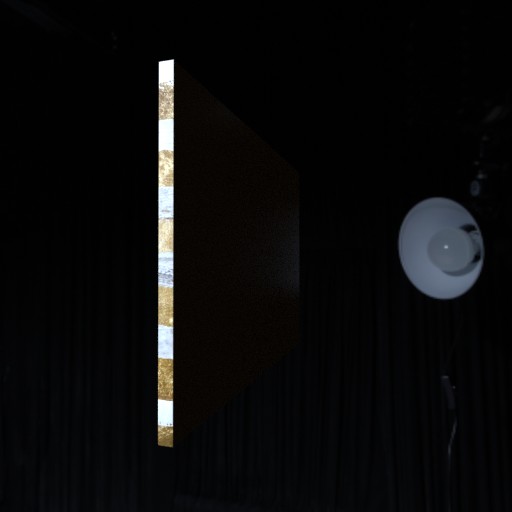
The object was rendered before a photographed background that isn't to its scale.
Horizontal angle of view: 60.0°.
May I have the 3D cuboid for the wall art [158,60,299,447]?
[{"bbox_3d":[0.000,0.000,1.145,0.027,0.610,0.932,0,-1,18],"label":"wall art"}]
